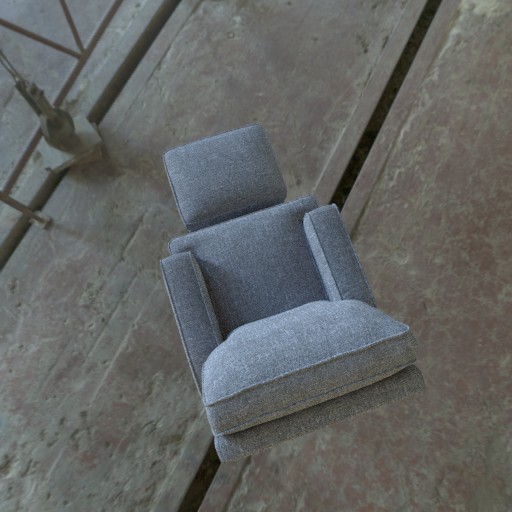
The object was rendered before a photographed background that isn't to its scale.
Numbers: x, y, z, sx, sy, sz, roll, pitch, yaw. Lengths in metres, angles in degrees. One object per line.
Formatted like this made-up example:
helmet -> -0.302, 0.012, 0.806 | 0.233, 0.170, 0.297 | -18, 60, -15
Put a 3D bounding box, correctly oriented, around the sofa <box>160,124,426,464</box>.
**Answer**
sofa -> 0.000, 0.000, 2.024 | 0.861, 0.959, 1.472 | -18, 76, -5
